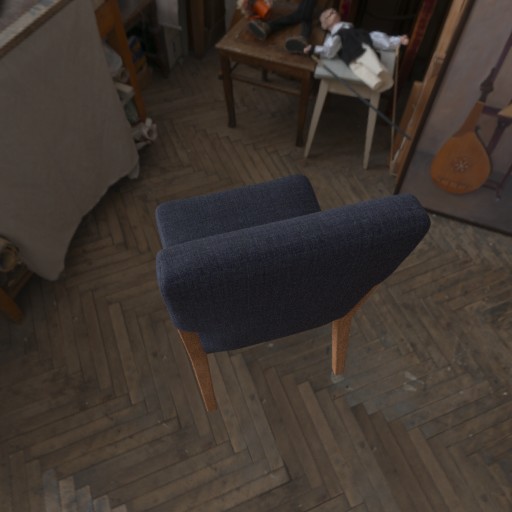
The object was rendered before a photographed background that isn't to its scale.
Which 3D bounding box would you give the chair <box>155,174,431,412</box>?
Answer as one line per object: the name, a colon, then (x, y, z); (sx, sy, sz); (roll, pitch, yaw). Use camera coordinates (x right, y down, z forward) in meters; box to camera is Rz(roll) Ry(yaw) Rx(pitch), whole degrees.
chair: (0.000, 0.000, 1.246); (0.507, 0.911, 0.586); (-13, 59, -8)
